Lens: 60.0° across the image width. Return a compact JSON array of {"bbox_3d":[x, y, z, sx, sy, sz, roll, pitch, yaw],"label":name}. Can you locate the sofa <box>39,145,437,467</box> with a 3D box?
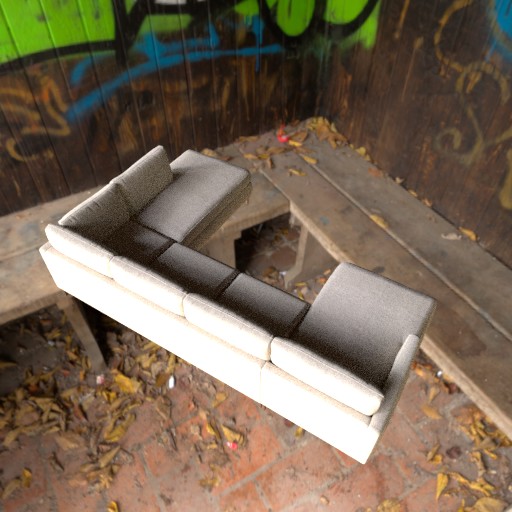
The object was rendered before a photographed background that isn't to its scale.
[{"bbox_3d":[0.000,0.000,3.511,2.737,0.756,1.879,24,51,21],"label":"sofa"}]
